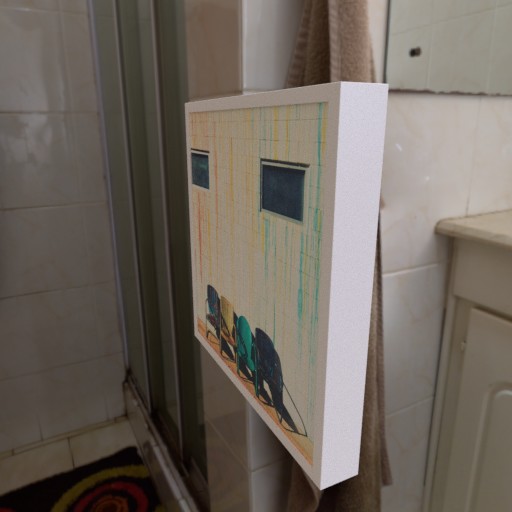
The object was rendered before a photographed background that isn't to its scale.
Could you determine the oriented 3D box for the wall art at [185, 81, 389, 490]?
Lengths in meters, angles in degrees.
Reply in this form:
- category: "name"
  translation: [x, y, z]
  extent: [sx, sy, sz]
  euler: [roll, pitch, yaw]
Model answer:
- category: "wall art"
  translation: [0.000, 0.000, 0.449]
  extent: [0.038, 0.305, 0.305]
  euler: [-8, 18, -25]
